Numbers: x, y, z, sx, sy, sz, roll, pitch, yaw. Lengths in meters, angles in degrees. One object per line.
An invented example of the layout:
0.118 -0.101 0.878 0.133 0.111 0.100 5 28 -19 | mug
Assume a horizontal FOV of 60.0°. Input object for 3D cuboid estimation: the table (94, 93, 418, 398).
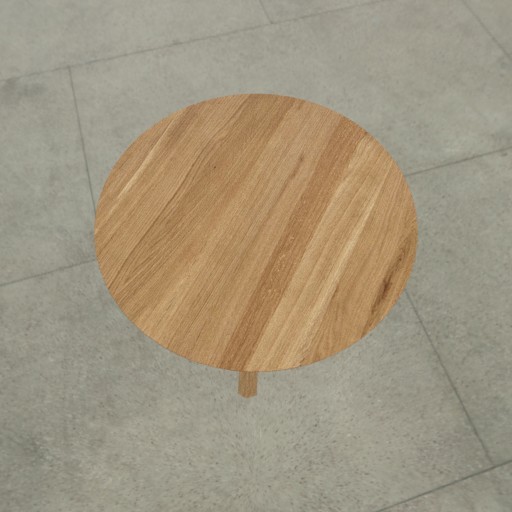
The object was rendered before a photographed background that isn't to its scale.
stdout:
0.000 0.000 1.736 1.038 0.666 1.038 0 63 0 | table
